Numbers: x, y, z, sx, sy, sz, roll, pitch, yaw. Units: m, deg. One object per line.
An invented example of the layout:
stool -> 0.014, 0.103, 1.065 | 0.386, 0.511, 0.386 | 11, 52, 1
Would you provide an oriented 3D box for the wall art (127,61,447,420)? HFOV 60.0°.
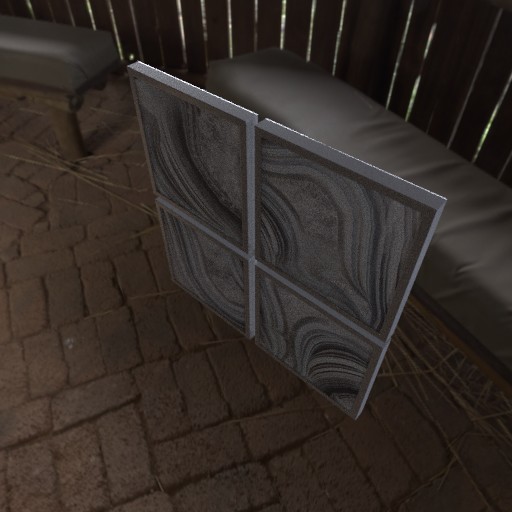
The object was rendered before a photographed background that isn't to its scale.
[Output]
wall art -> 0.000, 0.000, 0.906 | 0.611, 0.611, 0.029 | 33, 55, 27
